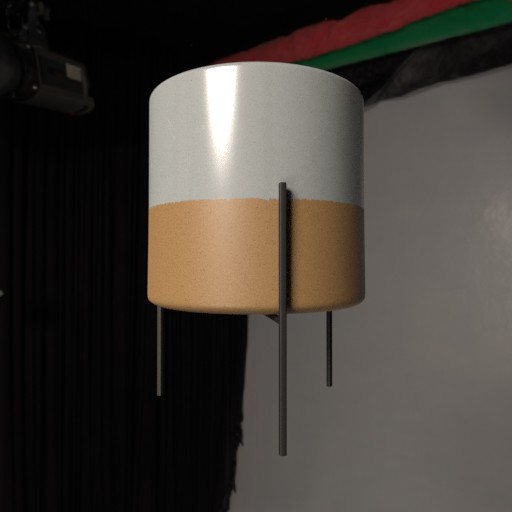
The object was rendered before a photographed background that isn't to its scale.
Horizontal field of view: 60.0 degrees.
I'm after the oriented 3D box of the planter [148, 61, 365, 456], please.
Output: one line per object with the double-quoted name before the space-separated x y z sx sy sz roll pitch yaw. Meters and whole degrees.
"planter" 0.000 0.000 0.641 0.310 0.432 0.310 0 -1 35
